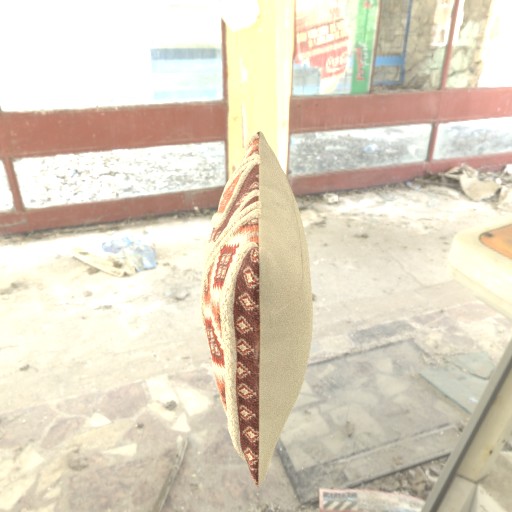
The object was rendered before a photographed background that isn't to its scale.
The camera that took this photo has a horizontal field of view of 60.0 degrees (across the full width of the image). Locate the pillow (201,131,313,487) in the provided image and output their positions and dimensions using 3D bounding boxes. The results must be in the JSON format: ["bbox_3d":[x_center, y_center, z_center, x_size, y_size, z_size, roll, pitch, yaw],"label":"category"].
[{"bbox_3d":[0.000,0.000,0.713,0.161,0.295,0.608,0,26,0],"label":"pillow"}]
